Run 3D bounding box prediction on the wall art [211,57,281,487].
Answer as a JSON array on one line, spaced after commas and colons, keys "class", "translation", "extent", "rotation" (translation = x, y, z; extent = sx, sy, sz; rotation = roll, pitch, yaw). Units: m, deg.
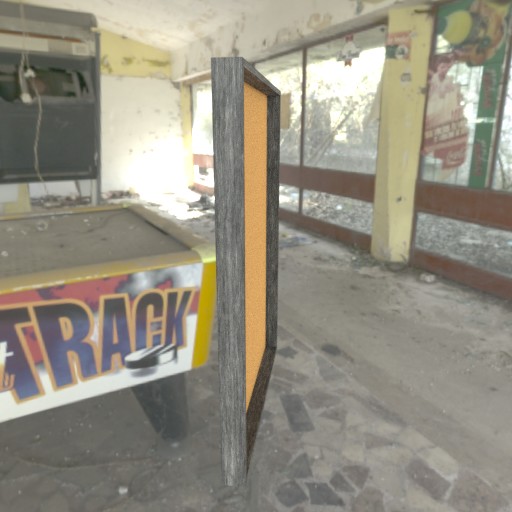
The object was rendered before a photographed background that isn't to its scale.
[{"class": "wall art", "translation": [0.000, 0.000, 1.364], "extent": [0.063, 1.016, 0.762], "rotation": [2, 16, 8]}]
